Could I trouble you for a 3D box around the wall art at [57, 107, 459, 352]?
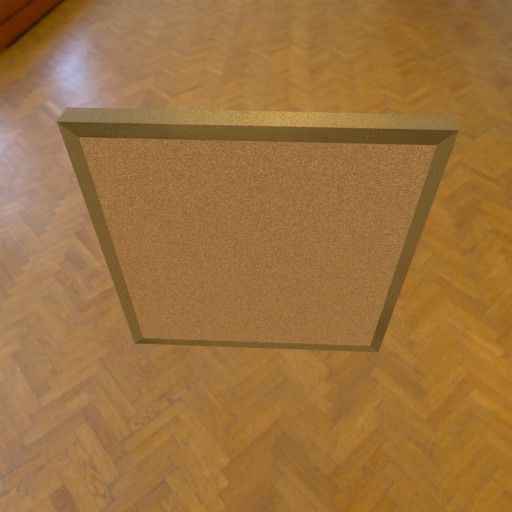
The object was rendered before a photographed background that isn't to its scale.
[{"bbox_3d":[0.000,0.000,0.753,0.507,0.508,0.038,2,46,2],"label":"wall art"}]
